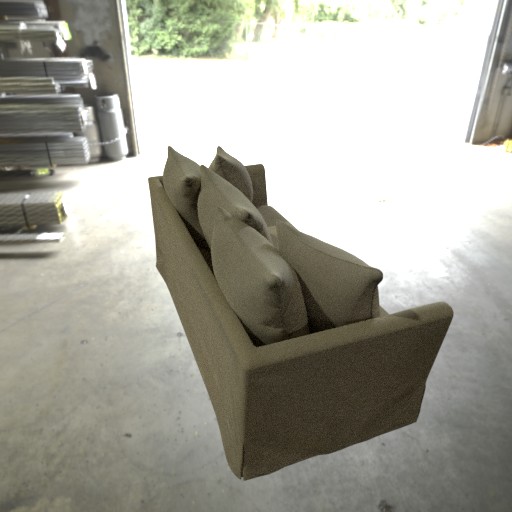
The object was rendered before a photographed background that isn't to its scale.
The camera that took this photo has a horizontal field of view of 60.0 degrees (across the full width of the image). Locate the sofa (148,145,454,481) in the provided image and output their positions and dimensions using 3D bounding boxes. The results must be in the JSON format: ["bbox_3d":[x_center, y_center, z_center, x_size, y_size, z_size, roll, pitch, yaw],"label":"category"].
[{"bbox_3d":[0.000,0.000,2.798,1.031,1.034,2.290,-10,30,-18],"label":"sofa"}]
